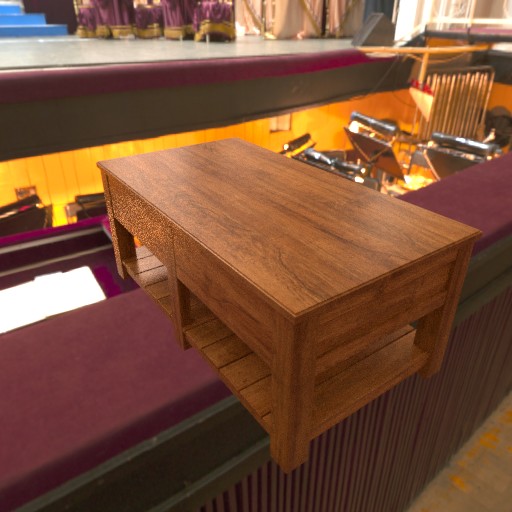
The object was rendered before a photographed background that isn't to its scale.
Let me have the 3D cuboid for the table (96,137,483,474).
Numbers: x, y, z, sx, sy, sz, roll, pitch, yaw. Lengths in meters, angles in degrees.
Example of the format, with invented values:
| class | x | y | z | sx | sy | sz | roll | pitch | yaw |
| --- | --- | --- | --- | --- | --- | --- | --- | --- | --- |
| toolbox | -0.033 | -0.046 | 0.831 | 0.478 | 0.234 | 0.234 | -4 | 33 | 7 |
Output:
| class | x | y | z | sx | sy | sz | roll | pitch | yaw |
| --- | --- | --- | --- | --- | --- | --- | --- | --- | --- |
| table | 0.000 | 0.000 | 1.502 | 0.635 | 0.480 | 1.150 | -19 | 34 | -30 |
